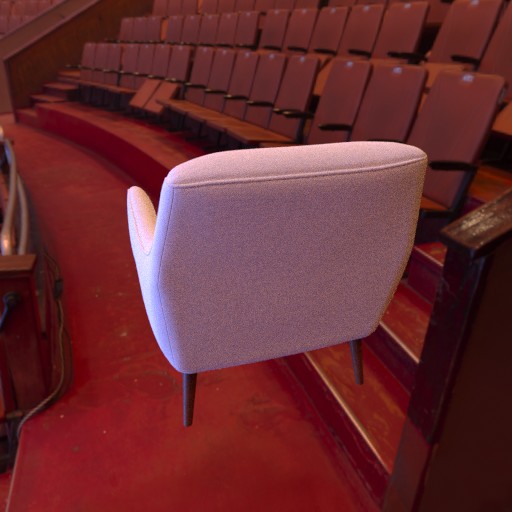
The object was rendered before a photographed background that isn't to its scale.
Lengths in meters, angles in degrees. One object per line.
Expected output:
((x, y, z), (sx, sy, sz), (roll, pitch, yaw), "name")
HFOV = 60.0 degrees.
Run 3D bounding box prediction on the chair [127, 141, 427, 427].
((0.000, 0.000, 1.452), (0.762, 0.838, 0.787), (-8, 27, -16), "chair")
